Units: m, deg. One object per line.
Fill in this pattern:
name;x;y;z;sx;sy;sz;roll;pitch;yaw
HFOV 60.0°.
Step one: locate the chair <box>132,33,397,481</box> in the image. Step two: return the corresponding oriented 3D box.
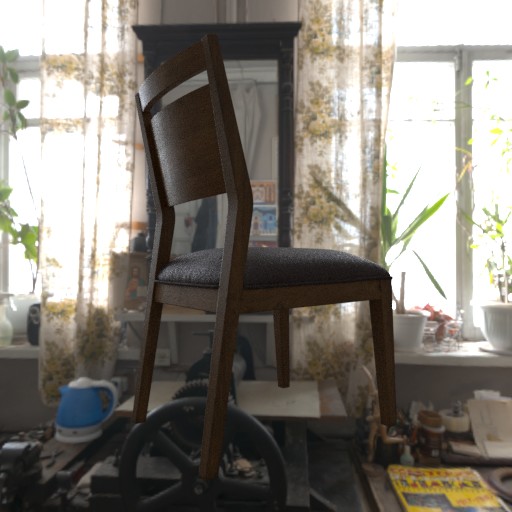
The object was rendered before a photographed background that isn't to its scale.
chair;0.000;0.000;1.259;0.610;0.939;0.501;1;-1;-36
